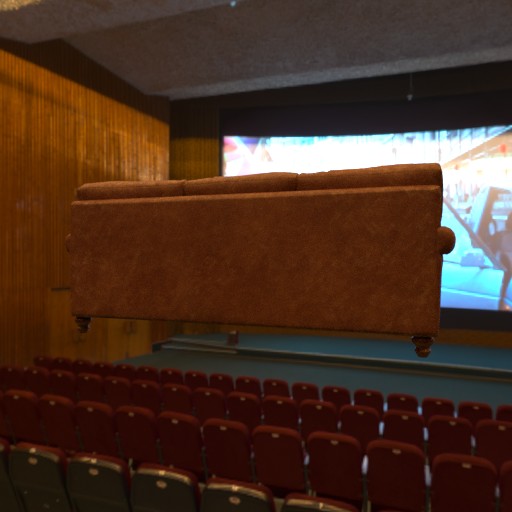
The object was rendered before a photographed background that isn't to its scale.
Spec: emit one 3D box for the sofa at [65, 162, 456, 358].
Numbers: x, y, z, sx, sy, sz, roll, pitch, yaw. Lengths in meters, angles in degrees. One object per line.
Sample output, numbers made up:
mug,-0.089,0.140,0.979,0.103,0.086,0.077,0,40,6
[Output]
sofa,0.000,0.000,2.884,2.351,0.977,0.973,0,1,19
